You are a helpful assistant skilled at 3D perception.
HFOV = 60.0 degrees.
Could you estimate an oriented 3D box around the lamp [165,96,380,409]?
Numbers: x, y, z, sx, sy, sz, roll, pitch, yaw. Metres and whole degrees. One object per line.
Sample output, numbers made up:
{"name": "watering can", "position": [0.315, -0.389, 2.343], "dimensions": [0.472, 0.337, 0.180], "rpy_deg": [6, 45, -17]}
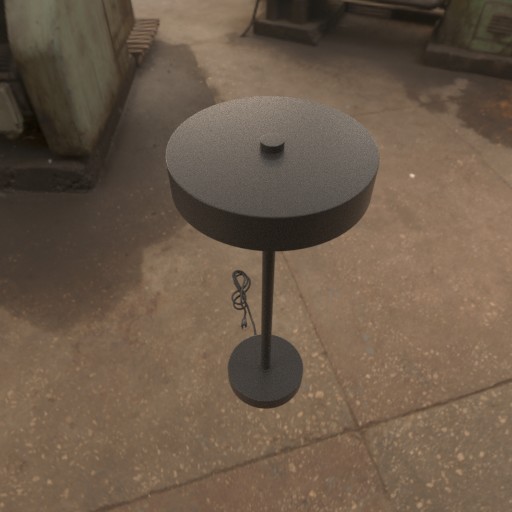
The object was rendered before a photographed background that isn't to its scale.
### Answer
{"name": "lamp", "position": [0.000, 0.000, 0.704], "dimensions": [0.229, 0.508, 0.369], "rpy_deg": [-11, 48, -10]}
